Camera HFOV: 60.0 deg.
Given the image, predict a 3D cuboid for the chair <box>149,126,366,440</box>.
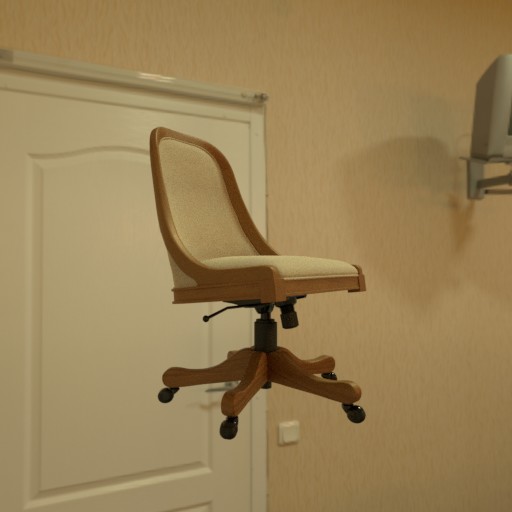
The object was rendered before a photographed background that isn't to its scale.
[{"bbox_3d":[0.000,0.000,1.568,0.811,1.009,0.702,-1,-1,37],"label":"chair"}]
